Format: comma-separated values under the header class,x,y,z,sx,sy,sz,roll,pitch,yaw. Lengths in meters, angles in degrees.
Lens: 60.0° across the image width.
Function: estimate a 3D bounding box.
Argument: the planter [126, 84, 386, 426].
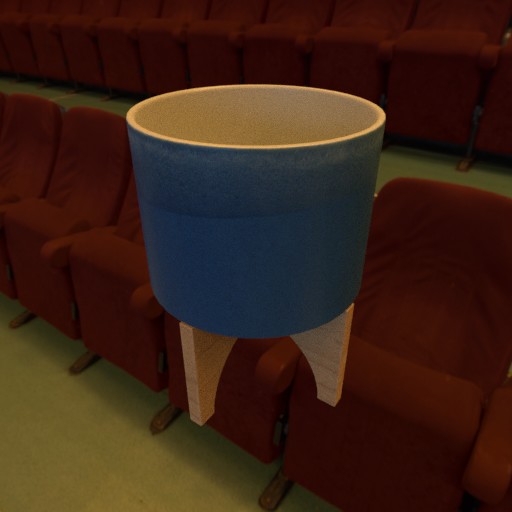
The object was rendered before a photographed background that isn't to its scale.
class,x,y,z,sx,sy,sz,roll,pitch,yaw
planter,0.000,0.000,0.406,0.192,0.263,0.192,0,31,0
